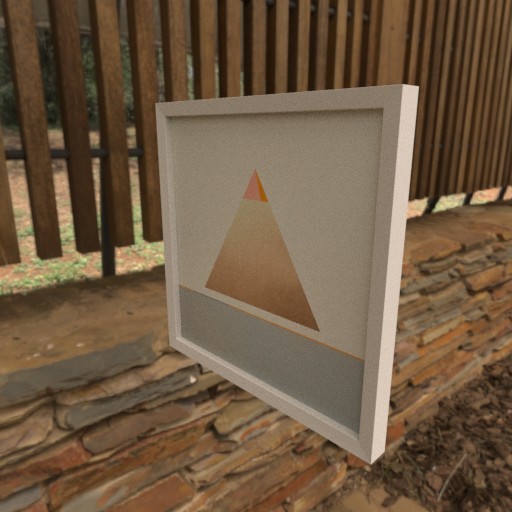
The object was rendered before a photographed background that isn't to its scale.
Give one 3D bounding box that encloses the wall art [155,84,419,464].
[{"bbox_3d":[0.000,0.000,1.906,0.098,1.291,1.289,-15,22,-42],"label":"wall art"}]
